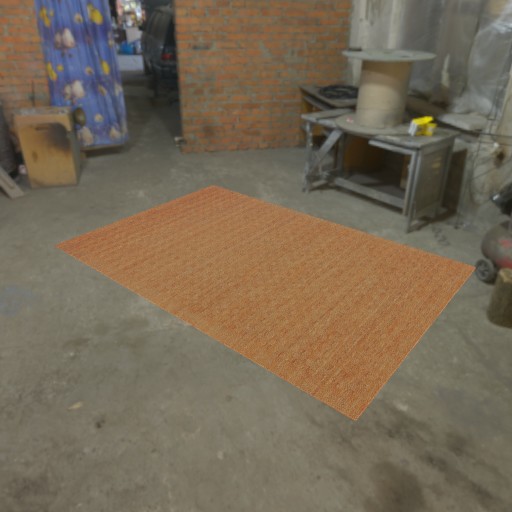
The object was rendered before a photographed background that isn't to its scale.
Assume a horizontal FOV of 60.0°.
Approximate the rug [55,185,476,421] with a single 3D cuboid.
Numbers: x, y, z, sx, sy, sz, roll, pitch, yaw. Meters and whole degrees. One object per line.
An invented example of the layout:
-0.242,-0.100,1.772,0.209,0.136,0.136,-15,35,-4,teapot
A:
0.000,0.000,2.884,2.285,0.006,1.524,22,36,34,rug
